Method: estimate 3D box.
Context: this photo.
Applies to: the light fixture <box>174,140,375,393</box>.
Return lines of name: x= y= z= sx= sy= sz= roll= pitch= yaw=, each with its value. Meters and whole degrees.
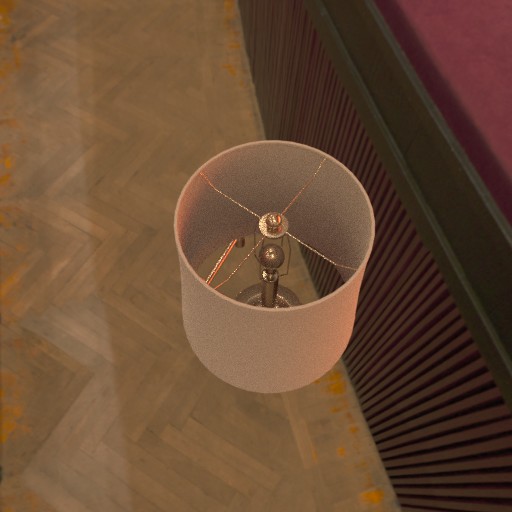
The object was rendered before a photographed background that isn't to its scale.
light fixture: x=0.000 y=0.000 z=0.585 sx=0.223 sy=0.381 sz=0.348 roll=-13 pitch=63 yaw=-7
